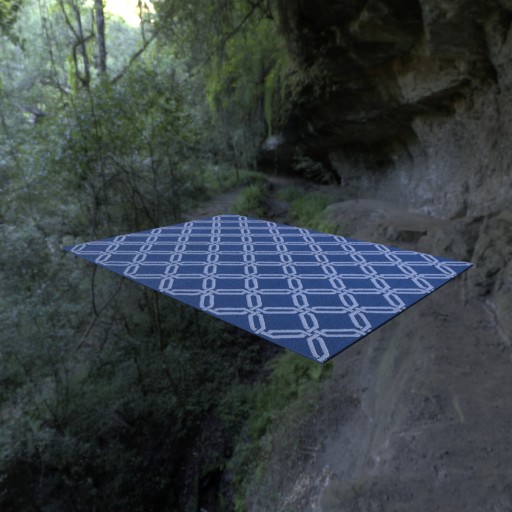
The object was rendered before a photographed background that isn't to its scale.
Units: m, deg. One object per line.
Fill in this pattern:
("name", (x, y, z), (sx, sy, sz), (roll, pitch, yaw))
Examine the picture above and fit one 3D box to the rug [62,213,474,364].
("rug", (0.000, 0.000, 4.410), (3.342, 0.018, 2.432), (16, 23, 41))
